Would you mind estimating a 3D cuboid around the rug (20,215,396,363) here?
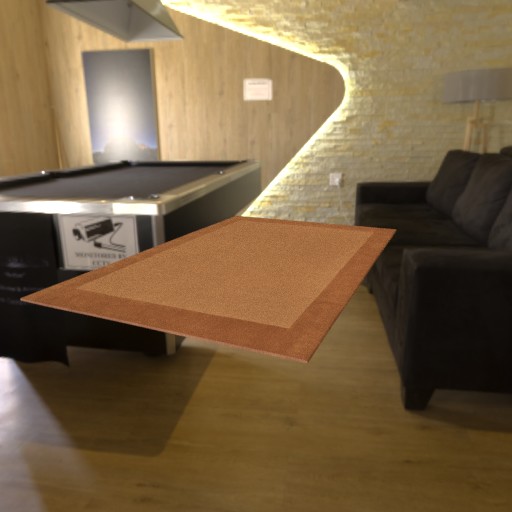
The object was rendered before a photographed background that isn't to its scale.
[{"bbox_3d":[0.000,0.000,3.006,1.524,0.014,2.438,7,18,23],"label":"rug"}]
